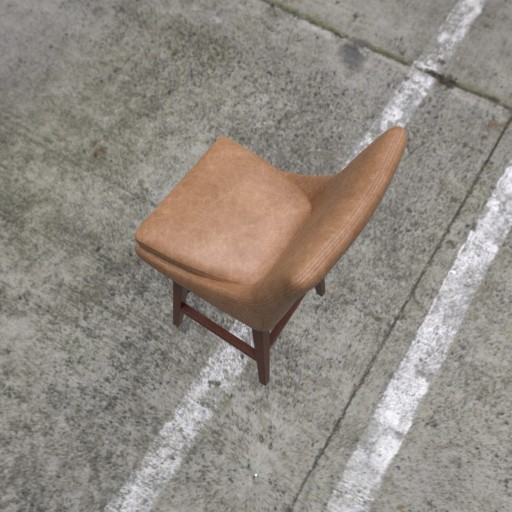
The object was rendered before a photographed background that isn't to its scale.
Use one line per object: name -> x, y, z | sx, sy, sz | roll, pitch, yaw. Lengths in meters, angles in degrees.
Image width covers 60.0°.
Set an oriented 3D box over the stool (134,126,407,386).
stool -> 0.000, 0.000, 1.434 | 0.572, 1.079, 0.487 | 31, 68, 14
